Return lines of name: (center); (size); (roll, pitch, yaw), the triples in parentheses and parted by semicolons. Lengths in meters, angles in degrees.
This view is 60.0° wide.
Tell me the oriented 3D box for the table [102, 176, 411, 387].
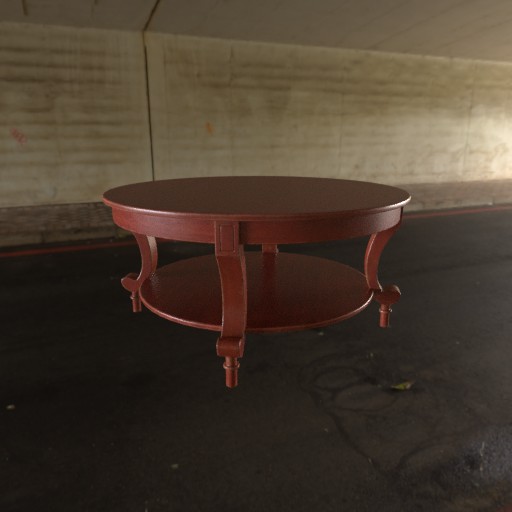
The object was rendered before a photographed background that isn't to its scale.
table: (0.000, 0.000, 1.614); (1.029, 0.486, 1.029); (0, 15, 0)
